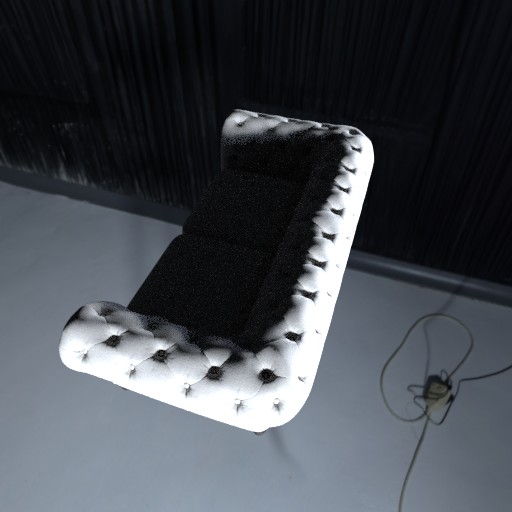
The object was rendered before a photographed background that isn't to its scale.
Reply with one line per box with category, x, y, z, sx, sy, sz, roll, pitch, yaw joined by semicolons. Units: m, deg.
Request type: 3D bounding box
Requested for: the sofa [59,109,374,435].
sofa;0.000;0.000;2.454;0.986;0.764;1.998;14;48;13
